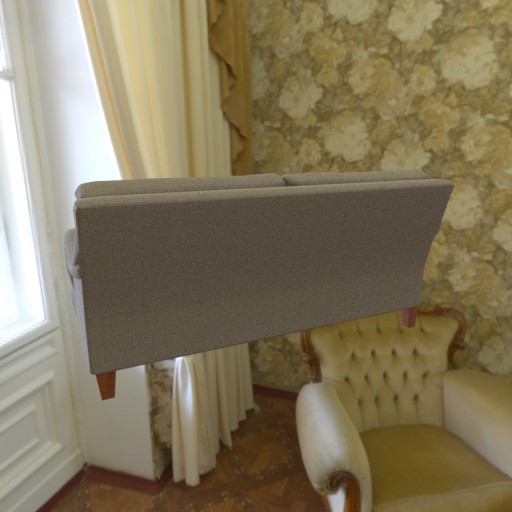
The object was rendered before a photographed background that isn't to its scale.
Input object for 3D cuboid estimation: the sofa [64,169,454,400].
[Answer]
[{"bbox_3d":[0.000,0.000,2.752,2.160,1.054,1.087,-7,16,-25],"label":"sofa"}]
